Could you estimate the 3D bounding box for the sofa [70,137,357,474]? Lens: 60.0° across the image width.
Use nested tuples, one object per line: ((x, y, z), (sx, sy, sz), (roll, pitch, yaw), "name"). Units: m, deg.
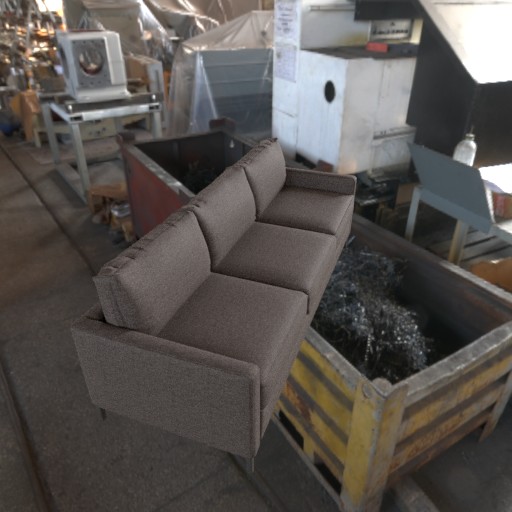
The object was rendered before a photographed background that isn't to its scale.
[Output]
((0.000, 0.000, 2.741), (0.876, 0.882, 2.253), (11, 33, 18), "sofa")
